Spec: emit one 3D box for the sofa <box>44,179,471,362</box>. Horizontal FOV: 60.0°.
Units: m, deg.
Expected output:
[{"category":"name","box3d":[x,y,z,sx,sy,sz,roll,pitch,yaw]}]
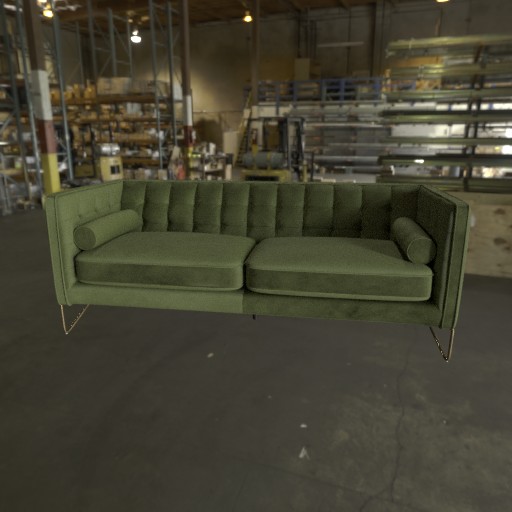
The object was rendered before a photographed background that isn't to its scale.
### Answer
[{"category":"sofa","box3d":[0.000,0.000,2.591,2.087,0.789,0.867,2,15,9]}]
